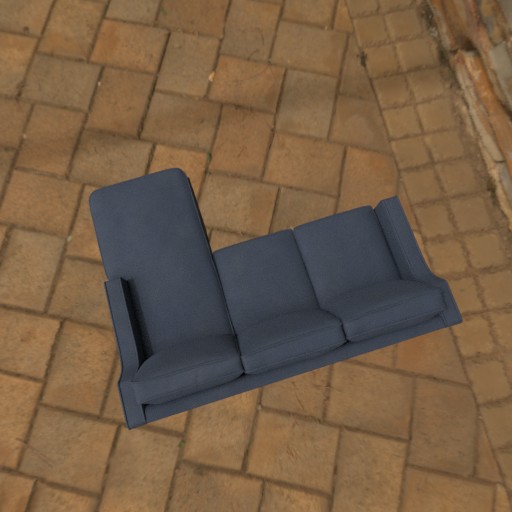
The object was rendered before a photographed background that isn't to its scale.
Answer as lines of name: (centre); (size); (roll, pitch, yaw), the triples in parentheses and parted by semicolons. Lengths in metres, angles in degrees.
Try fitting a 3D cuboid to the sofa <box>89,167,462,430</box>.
sofa: (0.000, 0.000, 3.412); (2.317, 1.066, 1.858); (-17, 76, -4)
